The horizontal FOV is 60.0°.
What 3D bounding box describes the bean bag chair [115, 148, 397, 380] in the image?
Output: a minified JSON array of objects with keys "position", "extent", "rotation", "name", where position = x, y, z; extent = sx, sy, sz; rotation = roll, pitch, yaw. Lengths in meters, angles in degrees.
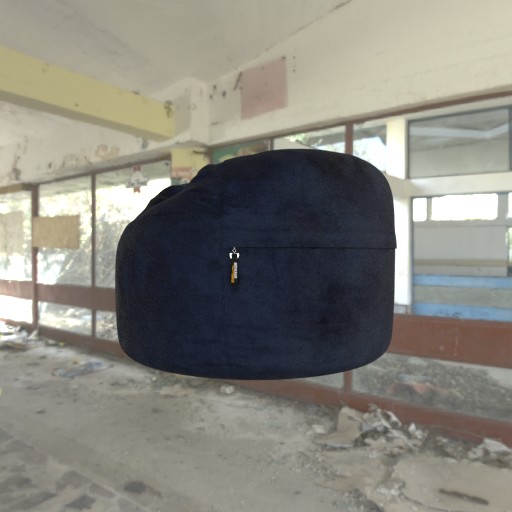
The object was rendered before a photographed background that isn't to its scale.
[{"position":[0.000,0.000,1.507],"extent":[0.918,0.616,0.918],"rotation":[0,0,0],"name":"bean bag chair"}]
